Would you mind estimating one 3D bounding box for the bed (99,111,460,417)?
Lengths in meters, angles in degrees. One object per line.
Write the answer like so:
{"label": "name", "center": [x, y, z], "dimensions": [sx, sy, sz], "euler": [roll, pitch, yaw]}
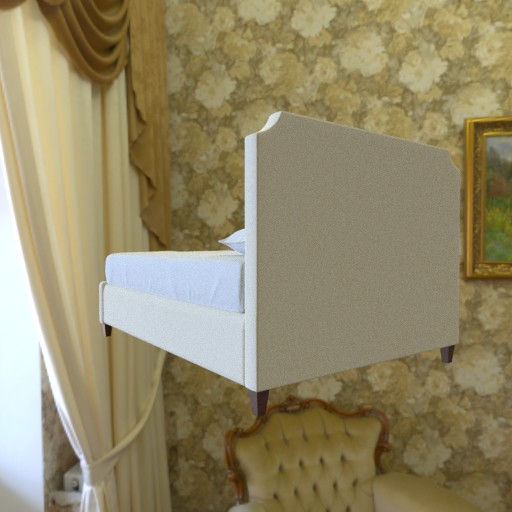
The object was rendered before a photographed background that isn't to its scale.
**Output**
{"label": "bed", "center": [0.000, 0.000, 3.414], "dimensions": [1.703, 1.415, 2.329], "euler": [-1, 2, -36]}
